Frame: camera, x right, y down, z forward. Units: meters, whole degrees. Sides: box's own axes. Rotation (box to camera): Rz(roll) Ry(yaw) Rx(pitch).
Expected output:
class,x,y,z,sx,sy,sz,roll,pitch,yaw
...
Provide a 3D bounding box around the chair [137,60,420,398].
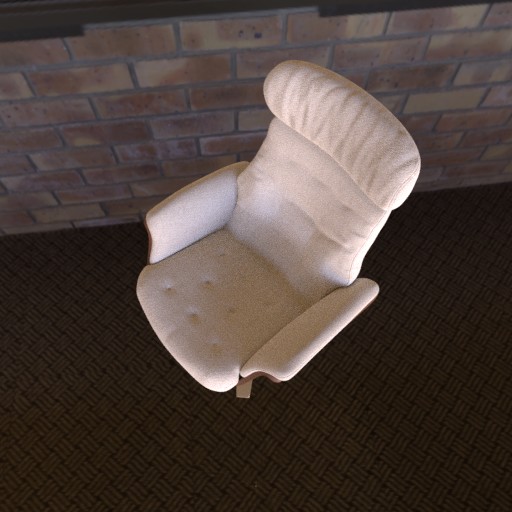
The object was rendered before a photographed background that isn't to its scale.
class,x,y,z,sx,sy,sz,roll,pitch,yaw
chair,0.000,0.000,1.530,0.837,0.995,0.785,-36,68,-17
